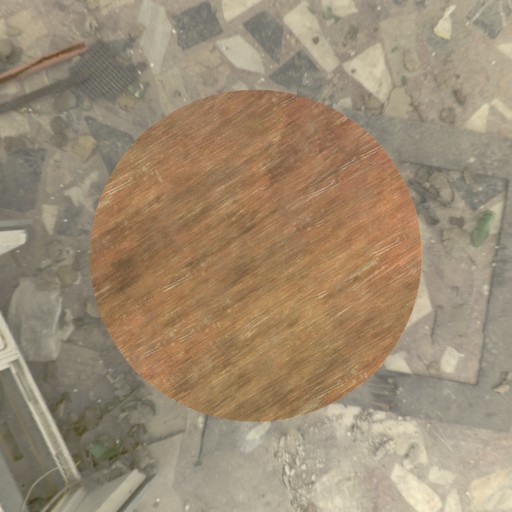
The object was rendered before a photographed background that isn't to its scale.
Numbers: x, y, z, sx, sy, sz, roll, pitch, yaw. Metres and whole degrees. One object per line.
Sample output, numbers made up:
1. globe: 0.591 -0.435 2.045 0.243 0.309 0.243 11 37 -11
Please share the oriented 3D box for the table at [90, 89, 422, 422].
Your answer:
1. table: 0.000 0.000 1.522 0.974 0.450 0.974 0 89 1
